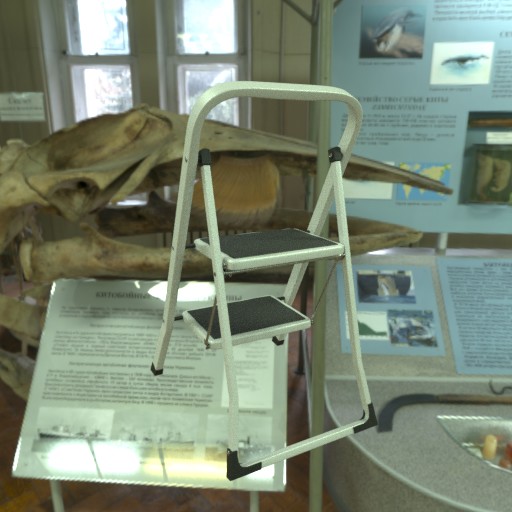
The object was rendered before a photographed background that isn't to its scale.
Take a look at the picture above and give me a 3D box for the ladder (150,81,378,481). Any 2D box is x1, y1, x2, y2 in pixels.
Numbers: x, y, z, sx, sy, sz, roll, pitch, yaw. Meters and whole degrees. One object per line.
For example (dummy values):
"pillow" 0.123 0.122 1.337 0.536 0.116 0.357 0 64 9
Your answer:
"ladder" 0.000 0.000 1.148 0.460 0.810 0.544 -8 17 -27
